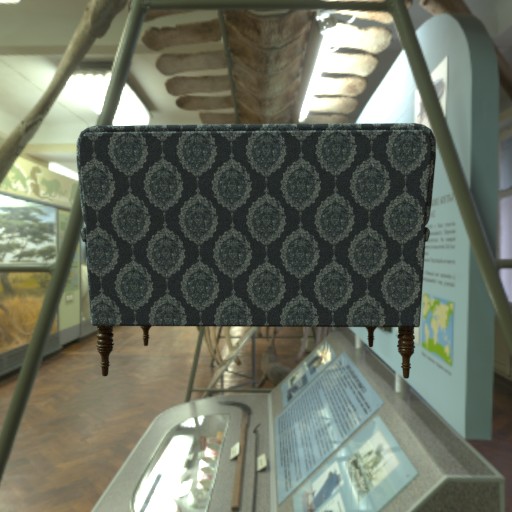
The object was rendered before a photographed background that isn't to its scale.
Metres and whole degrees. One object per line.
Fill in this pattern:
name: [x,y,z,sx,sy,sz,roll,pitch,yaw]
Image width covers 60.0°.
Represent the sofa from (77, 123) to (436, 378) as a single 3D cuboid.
sofa: [0.000,0.000,1.827,1.297,0.867,0.779,0,0,2]
